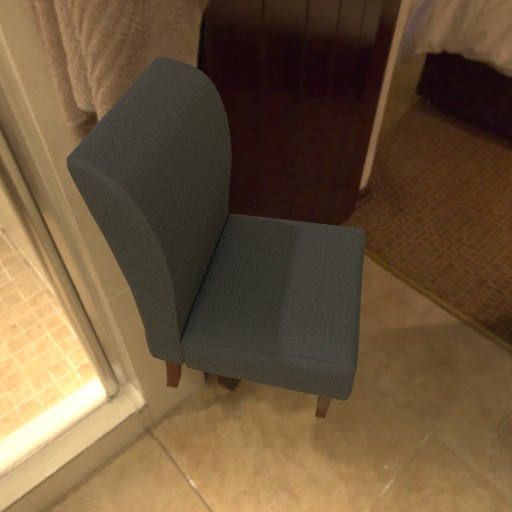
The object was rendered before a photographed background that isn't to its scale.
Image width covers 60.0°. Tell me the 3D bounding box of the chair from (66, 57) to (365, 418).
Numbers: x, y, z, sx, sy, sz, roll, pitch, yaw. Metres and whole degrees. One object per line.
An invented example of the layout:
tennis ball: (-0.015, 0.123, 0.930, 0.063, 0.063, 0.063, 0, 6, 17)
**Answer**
chair: (0.000, 0.000, 1.150, 0.592, 0.804, 0.513, 8, 47, 7)
